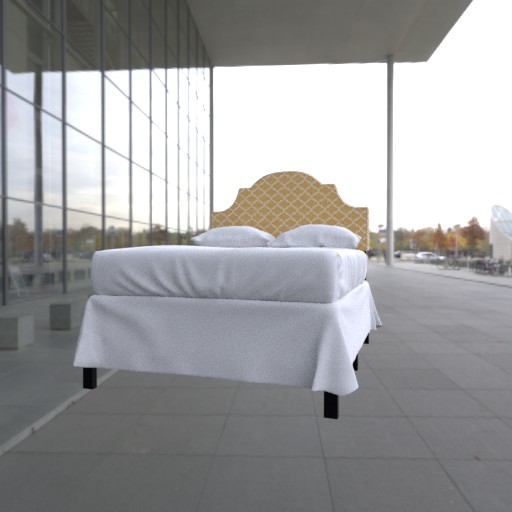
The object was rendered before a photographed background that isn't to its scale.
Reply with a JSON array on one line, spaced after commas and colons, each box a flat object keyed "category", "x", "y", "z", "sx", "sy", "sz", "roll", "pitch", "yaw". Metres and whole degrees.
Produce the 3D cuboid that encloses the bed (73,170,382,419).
[{"category": "bed", "x": 0.000, "y": 0.000, "z": 3.430, "sx": 1.780, "sy": 1.633, "sz": 2.222, "roll": 0, "pitch": 1, "yaw": 19}]
